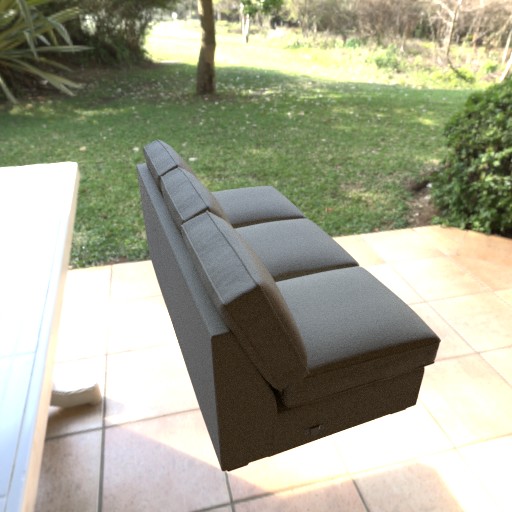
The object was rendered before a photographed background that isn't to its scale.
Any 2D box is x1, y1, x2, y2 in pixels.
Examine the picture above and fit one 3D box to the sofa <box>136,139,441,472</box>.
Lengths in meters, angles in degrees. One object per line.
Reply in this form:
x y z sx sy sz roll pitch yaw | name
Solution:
0.000 0.000 2.524 1.027 0.973 1.962 -11 32 -18 | sofa
